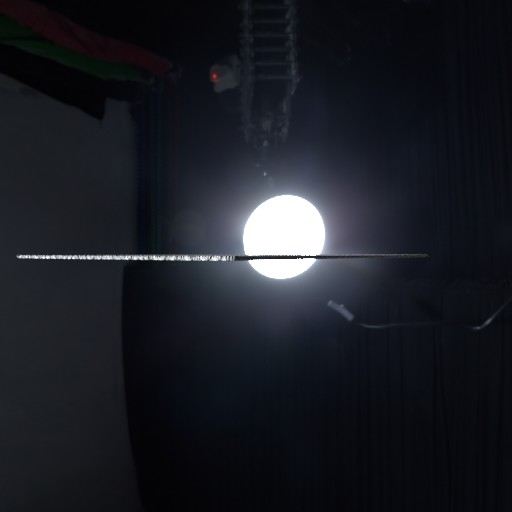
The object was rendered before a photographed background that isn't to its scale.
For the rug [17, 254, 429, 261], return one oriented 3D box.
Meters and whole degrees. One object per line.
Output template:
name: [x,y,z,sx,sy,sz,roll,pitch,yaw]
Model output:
rug: [0.000,0.000,2.279,1.224,0.016,1.832,0,0,37]
